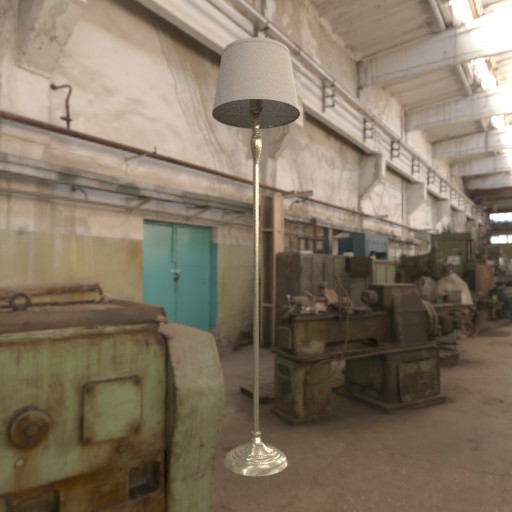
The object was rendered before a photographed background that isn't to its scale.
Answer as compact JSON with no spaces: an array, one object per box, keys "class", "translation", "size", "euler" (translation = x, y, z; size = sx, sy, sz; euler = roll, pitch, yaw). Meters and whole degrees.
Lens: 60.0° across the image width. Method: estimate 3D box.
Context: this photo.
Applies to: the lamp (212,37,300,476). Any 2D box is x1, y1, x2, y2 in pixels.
[{"class":"lamp","translation":[0.000,0.000,1.643],"size":[0.327,1.506,0.327],"euler":[-1,-1,36]}]
